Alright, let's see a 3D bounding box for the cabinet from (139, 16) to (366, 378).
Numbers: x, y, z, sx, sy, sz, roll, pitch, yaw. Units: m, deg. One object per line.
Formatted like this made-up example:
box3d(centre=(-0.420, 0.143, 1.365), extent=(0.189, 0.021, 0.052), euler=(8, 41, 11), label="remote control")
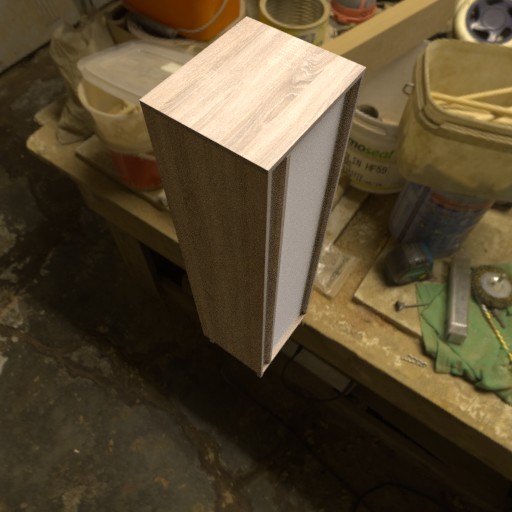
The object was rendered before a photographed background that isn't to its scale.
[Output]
box3d(centre=(0.000, 0.000, 2.137), extent=(0.450, 1.960, 0.510), euler=(32, 64, 18), label="cabinet")
